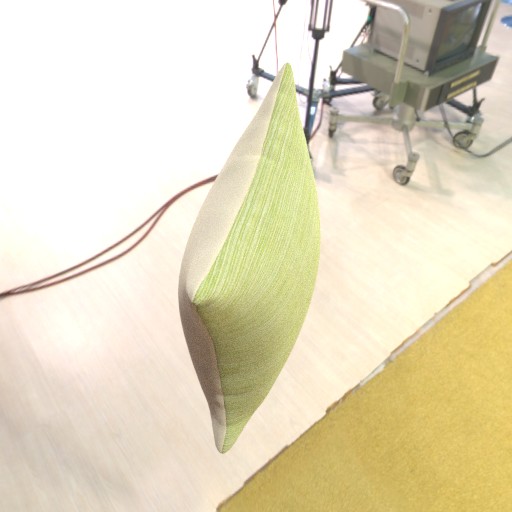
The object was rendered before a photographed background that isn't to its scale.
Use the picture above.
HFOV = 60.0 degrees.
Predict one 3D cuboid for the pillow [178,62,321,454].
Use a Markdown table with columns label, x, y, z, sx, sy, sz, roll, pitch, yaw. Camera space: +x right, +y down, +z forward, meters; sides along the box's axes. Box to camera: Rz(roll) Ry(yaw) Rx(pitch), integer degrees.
| label | x | y | z | sx | sy | sz | roll | pitch | yaw |
| --- | --- | --- | --- | --- | --- | --- | --- | --- | --- |
| pillow | 0.000 | 0.000 | 0.806 | 0.229 | 0.487 | 0.560 | 10 | 49 | 9 |
